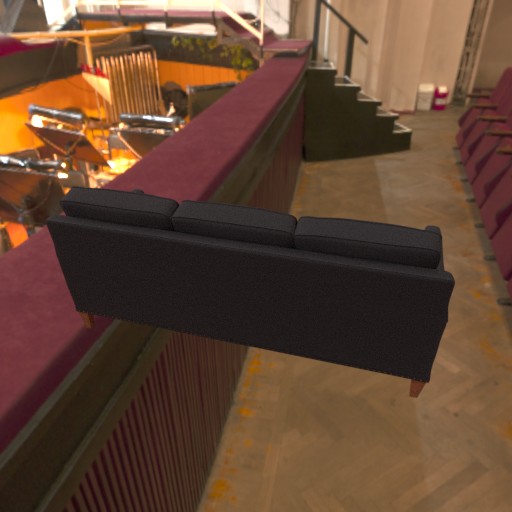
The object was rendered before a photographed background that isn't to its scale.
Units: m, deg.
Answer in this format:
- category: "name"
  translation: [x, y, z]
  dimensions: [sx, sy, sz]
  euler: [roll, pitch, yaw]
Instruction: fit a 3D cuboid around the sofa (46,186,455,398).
- category: "sofa"
  translation: [0.000, 0.000, 2.835]
  dimensions: [2.246, 1.003, 1.084]
  euler: [9, 32, 14]
